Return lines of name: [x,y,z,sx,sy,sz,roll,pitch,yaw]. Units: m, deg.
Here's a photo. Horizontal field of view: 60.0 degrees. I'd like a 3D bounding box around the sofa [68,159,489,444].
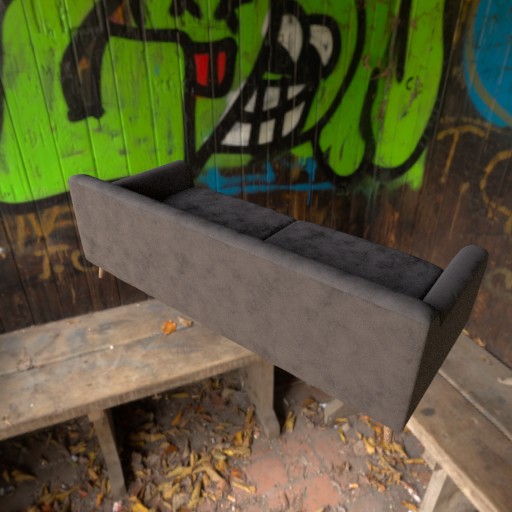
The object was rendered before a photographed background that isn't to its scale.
sofa: [0.000,0.000,2.530,2.190,0.740,0.900,22,37,32]
